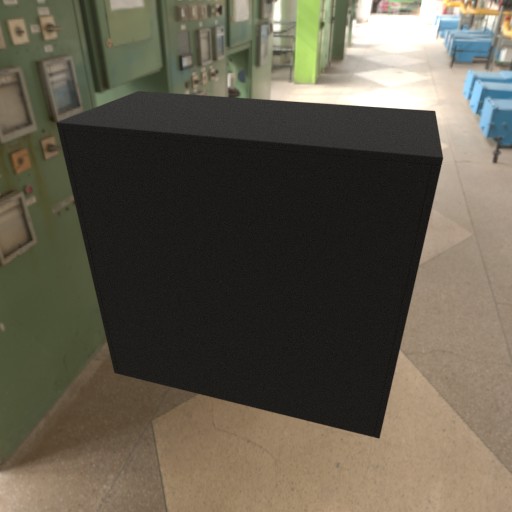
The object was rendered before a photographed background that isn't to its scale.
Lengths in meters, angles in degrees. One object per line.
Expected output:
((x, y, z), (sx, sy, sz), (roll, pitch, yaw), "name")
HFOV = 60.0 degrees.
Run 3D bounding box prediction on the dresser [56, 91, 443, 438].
((0.000, 0.000, 1.152), (0.750, 0.720, 0.360), (9, 33, 14), "dresser")
